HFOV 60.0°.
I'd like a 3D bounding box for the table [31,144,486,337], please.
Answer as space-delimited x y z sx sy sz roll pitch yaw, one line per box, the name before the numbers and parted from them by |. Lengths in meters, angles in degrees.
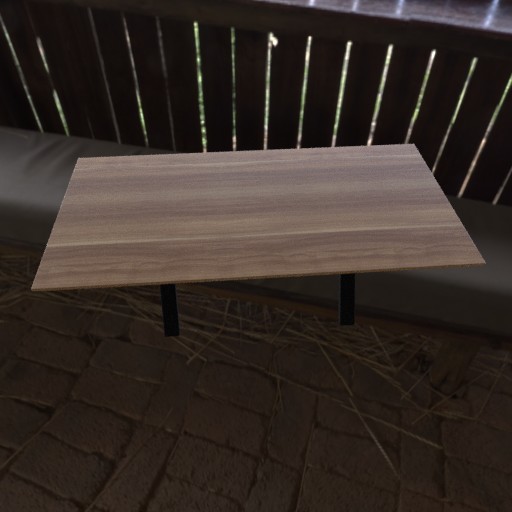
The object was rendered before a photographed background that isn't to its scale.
table | 0.000 0.000 2.564 2.000 0.770 1.000 -3 46 -3
